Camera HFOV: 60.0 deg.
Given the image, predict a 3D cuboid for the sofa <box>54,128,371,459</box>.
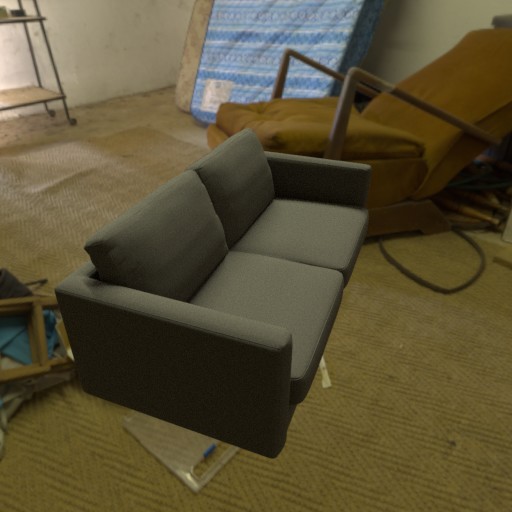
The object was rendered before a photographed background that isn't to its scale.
[{"bbox_3d":[0.000,0.000,2.254,0.940,0.866,1.713,12,34,18],"label":"sofa"}]
